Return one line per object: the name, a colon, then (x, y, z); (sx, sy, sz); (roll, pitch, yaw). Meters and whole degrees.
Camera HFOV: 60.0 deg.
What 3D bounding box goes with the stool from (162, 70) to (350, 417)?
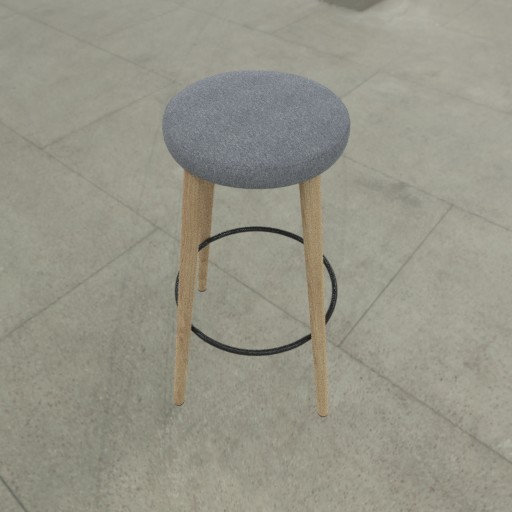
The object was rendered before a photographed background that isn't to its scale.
stool: (0.000, 0.000, 1.018); (0.410, 0.770, 0.410); (3, 48, 3)
